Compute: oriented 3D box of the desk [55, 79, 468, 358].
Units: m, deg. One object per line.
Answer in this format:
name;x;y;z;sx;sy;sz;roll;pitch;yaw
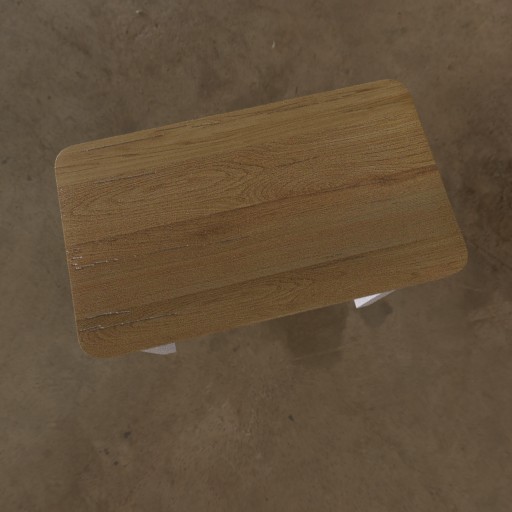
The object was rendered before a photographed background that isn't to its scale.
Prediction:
desk;0.000;0.000;1.266;0.760;0.790;0.440;-13;76;-3
